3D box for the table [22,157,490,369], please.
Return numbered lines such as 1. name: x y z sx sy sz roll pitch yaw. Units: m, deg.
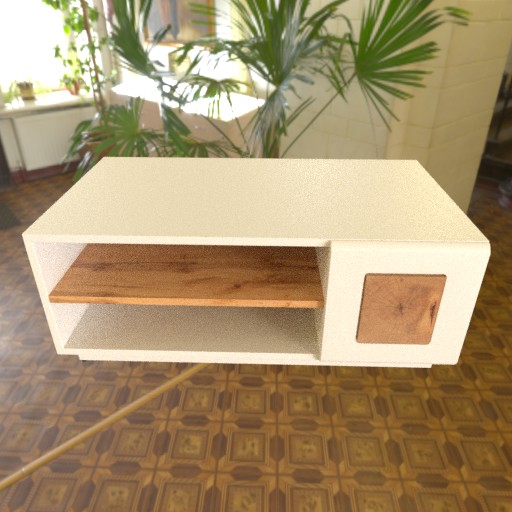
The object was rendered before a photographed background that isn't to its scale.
1. table: 0.000 0.000 1.404 1.097 0.442 0.639 1 30 2
